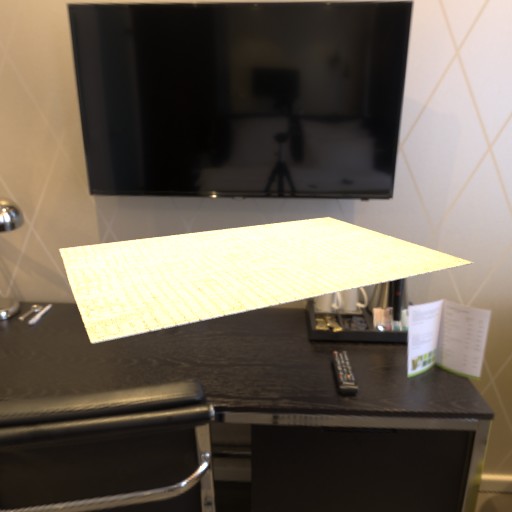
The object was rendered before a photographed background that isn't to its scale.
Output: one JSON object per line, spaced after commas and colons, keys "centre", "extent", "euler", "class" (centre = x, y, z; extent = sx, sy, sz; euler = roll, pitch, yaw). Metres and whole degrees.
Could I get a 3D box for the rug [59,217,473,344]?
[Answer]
{"centre": [0.000, 0.000, 2.332], "extent": [1.827, 0.007, 1.211], "euler": [-9, 19, -26], "class": "rug"}
